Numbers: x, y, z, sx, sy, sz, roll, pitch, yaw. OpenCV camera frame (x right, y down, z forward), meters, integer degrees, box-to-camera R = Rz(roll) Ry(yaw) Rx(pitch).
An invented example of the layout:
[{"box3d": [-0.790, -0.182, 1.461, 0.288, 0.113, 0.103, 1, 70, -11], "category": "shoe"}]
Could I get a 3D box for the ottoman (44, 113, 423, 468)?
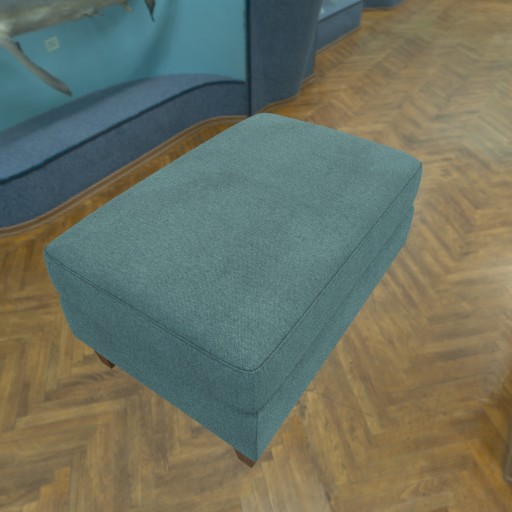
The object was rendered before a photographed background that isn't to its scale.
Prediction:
[{"box3d": [0.000, 0.000, 1.199, 0.584, 0.483, 0.864, 25, 47, 25], "category": "ottoman"}]
